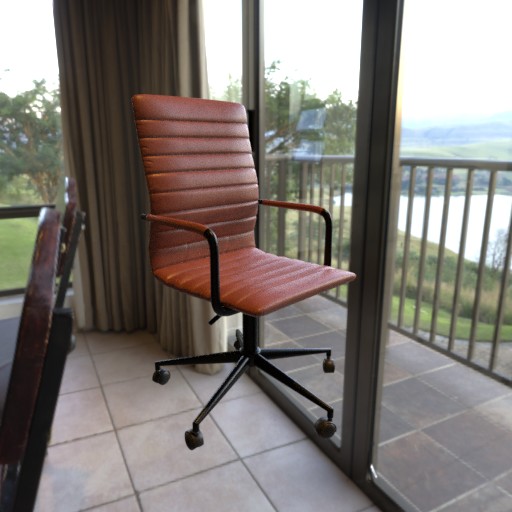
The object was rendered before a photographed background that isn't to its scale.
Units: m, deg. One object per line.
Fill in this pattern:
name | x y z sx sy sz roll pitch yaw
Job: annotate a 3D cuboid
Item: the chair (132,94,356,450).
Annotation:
chair | 0.000 0.000 1.246 0.578 0.878 0.600 14 20 43
